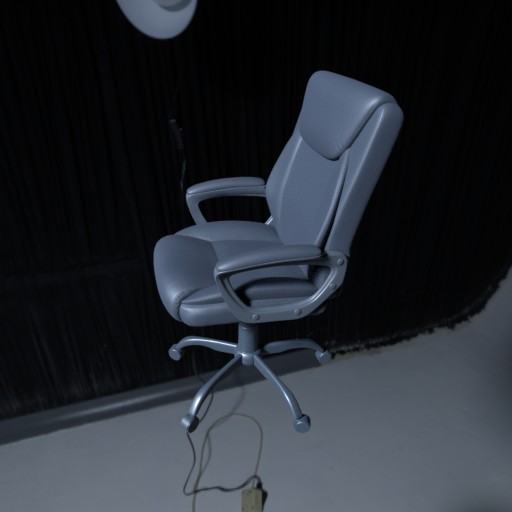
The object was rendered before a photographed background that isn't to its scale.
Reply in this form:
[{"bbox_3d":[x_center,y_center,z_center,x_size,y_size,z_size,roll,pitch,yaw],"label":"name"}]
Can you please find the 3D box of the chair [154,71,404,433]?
[{"bbox_3d":[0.000,0.000,1.453,0.655,1.072,0.615,-8,32,-14],"label":"chair"}]
